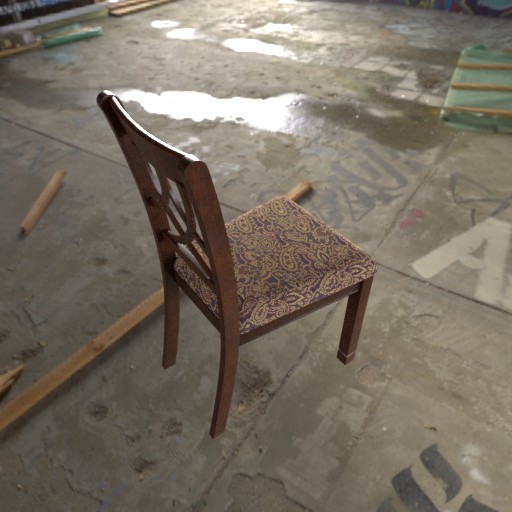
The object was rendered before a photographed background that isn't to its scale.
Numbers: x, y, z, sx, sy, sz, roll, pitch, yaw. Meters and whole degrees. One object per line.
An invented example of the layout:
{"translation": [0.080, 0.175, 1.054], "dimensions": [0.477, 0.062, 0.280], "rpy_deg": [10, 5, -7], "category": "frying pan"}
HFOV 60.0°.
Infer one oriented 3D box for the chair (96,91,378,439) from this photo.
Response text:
{"translation": [0.000, 0.000, 1.289], "dimensions": [0.584, 0.965, 0.457], "rpy_deg": [-26, 47, -27], "category": "chair"}
